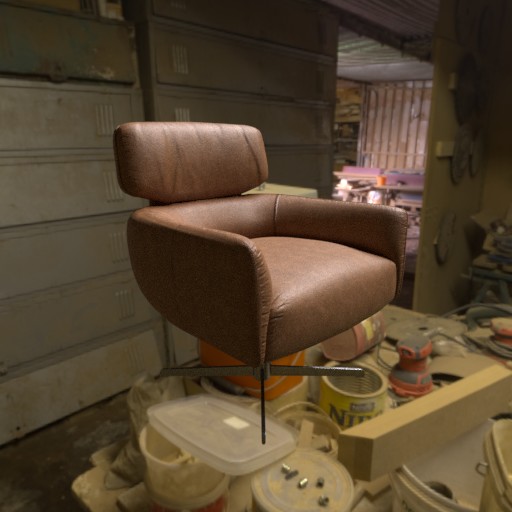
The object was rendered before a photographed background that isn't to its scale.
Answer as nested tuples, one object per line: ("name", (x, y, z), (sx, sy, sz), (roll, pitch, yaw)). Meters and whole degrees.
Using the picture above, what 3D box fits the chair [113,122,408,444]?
("chair", (0.000, 0.000, 1.374), (0.706, 0.812, 0.715), (-14, 21, -43))
